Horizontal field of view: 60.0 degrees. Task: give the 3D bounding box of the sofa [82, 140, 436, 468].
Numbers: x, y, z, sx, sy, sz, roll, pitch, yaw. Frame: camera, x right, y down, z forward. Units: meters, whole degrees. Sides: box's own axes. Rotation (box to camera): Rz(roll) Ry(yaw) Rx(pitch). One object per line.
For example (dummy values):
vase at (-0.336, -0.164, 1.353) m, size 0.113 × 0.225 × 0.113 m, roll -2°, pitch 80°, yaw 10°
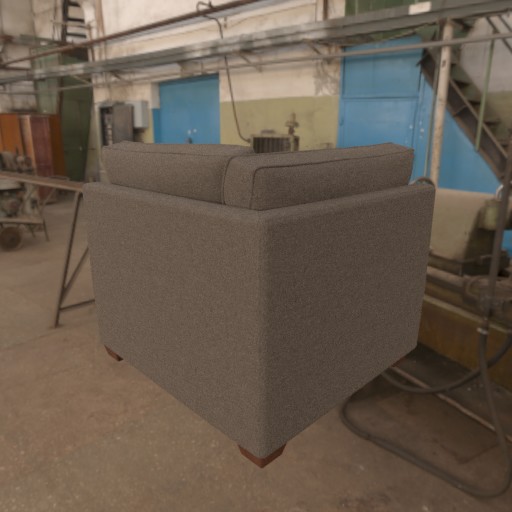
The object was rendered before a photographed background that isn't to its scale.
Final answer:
sofa at (0.000, 0.000, 1.995) m, size 1.084 × 1.002 × 1.146 m, roll -15°, pitch 22°, yaw -42°
